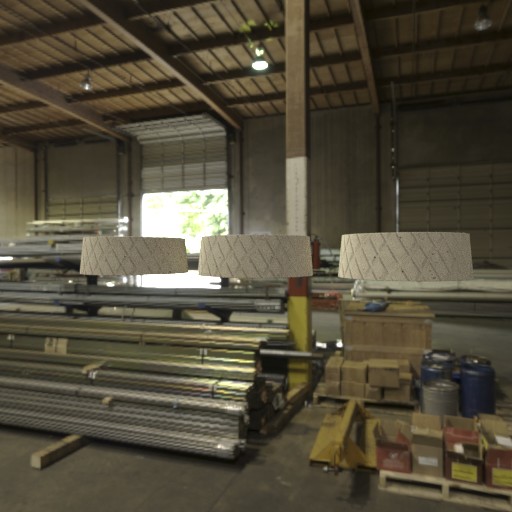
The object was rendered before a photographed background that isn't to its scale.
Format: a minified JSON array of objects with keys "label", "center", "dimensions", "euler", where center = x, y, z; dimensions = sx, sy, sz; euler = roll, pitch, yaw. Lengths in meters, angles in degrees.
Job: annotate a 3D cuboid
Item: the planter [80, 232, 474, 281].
[{"label":"planter","center":[0.000,0.000,0.439],"dimensions":[0.390,0.038,0.114],"euler":[0,0,18]}]
